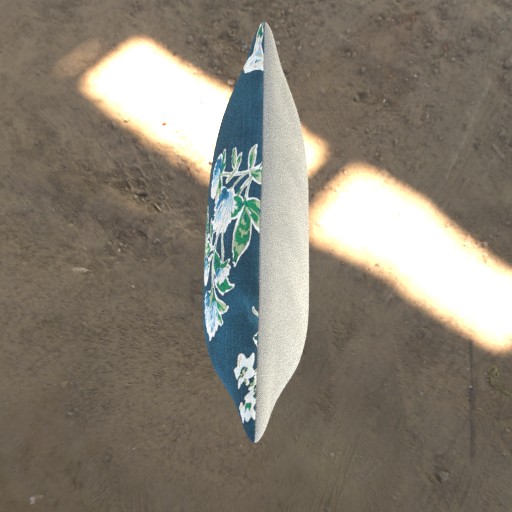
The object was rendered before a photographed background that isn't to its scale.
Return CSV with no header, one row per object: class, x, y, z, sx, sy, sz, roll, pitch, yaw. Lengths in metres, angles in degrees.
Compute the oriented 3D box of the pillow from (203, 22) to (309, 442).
pillow,0.000,0.000,0.771,0.166,0.508,0.525,1,76,0
